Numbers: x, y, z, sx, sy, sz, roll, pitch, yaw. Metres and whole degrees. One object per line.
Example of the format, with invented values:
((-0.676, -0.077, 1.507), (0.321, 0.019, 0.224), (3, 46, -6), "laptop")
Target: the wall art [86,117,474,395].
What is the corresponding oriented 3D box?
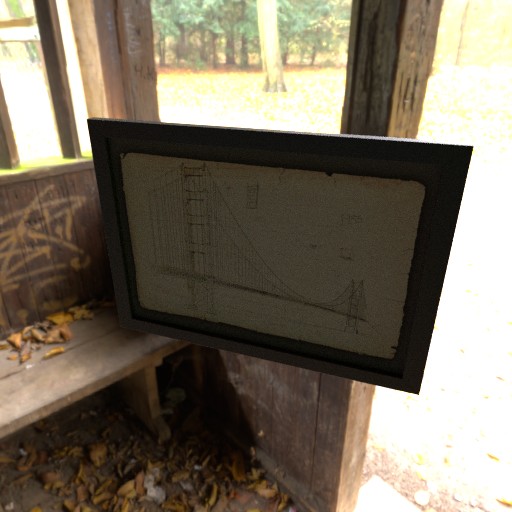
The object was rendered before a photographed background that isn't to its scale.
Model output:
((0.000, 0.000, 0.548), (0.432, 0.306, 0.016), (9, 28, 17), "wall art")
